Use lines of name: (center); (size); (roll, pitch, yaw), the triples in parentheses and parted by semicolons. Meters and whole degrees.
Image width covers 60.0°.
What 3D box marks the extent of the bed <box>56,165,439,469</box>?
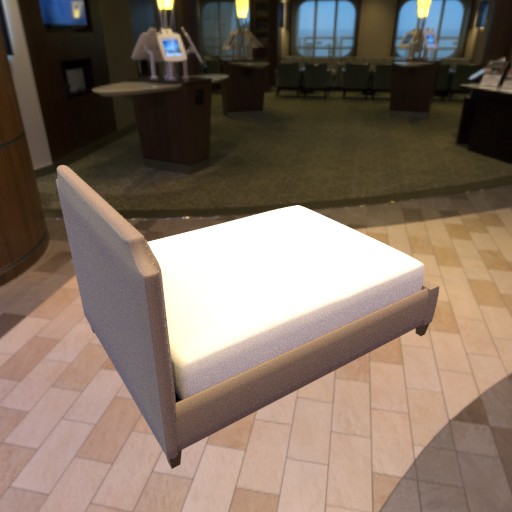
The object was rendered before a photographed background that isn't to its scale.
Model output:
bed: (0.000, 0.000, 3.389); (2.372, 1.443, 1.713); (-17, 32, -30)
